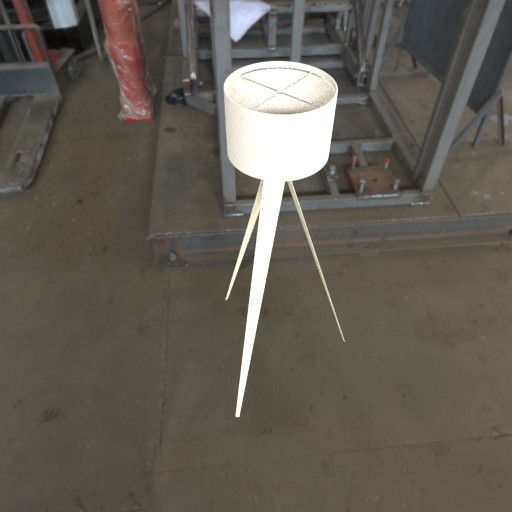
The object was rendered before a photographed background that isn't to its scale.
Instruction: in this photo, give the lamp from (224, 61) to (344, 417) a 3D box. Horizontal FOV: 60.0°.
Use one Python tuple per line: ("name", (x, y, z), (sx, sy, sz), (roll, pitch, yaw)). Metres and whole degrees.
("lamp", (0.000, 0.000, 1.911), (0.716, 1.524, 0.724), (31, 54, 25))
